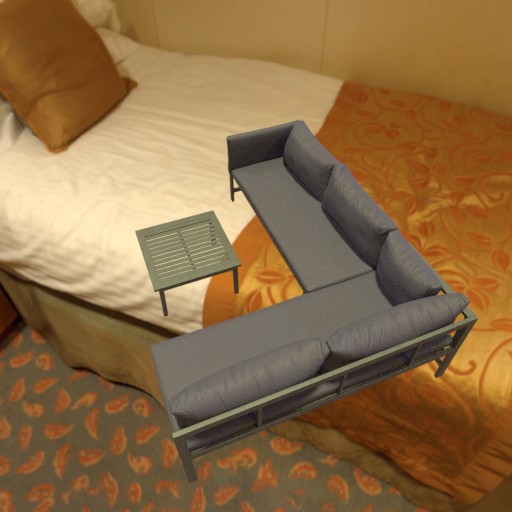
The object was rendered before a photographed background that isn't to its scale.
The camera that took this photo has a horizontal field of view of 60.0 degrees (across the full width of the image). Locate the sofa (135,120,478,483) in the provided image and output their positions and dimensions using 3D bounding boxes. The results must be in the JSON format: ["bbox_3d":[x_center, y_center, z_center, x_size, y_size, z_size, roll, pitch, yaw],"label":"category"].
[{"bbox_3d":[0.000,0.000,2.983,1.658,0.762,2.149,-17,49,-15],"label":"sofa"}]
